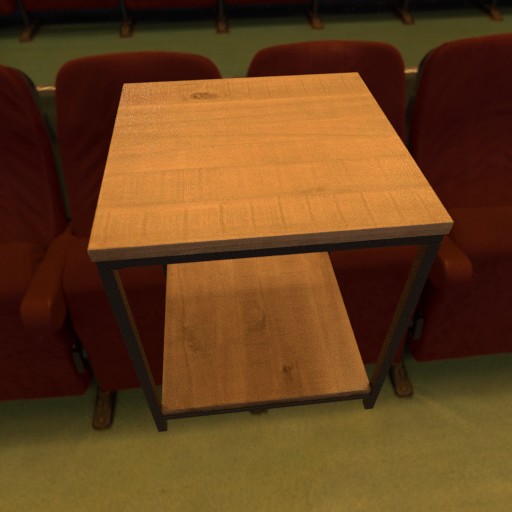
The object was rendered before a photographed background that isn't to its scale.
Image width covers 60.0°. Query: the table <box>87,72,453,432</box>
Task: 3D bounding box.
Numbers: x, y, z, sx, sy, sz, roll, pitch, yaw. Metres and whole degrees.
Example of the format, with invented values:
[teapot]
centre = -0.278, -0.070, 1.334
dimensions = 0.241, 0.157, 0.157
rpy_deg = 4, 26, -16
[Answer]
[table]
centre = 0.000, 0.000, 0.993
dimensions = 0.507, 0.589, 0.503
rpy_deg = -5, 46, -4
